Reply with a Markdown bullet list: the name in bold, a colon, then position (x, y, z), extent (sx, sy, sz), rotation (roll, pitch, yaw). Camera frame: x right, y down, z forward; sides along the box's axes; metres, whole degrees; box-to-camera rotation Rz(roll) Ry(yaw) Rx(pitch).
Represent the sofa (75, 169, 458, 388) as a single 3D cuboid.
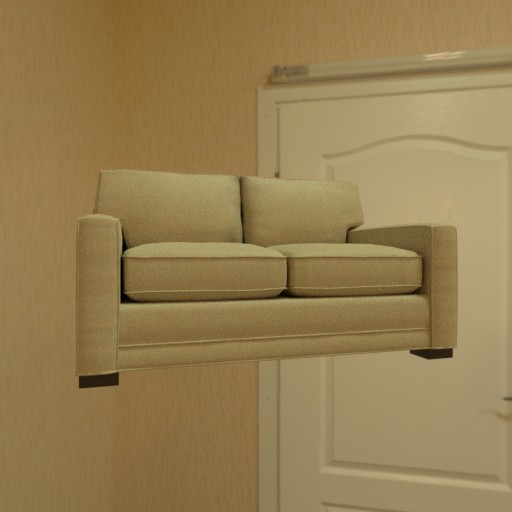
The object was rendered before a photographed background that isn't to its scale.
- **sofa**: position (0.000, 0.000, 2.059), extent (1.484, 0.853, 0.942), rotation (0, 0, -17)
